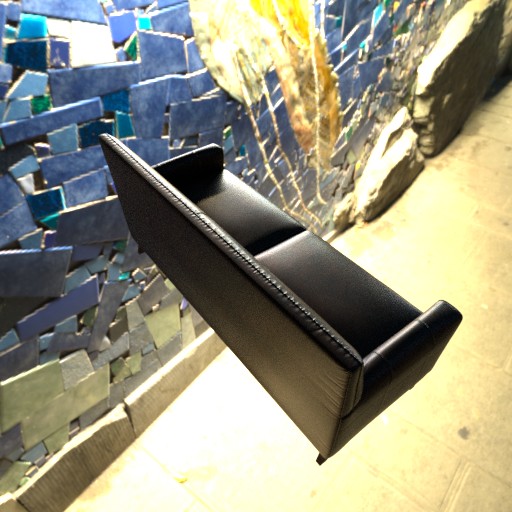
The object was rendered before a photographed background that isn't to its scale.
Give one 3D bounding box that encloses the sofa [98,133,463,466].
[{"bbox_3d":[0.000,0.000,2.414,0.786,0.871,1.995,-27,48,-27],"label":"sofa"}]
